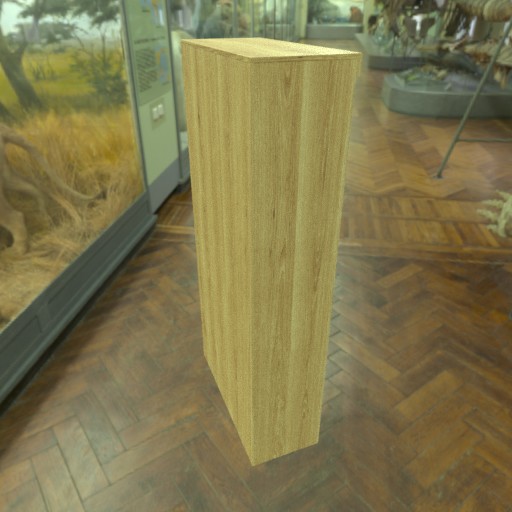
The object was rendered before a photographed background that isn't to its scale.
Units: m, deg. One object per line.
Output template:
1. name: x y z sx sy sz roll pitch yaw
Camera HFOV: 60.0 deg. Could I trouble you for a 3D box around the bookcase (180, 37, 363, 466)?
1. bookcase: 0.000 0.000 2.345 0.420 2.020 0.950 -11 31 -19
